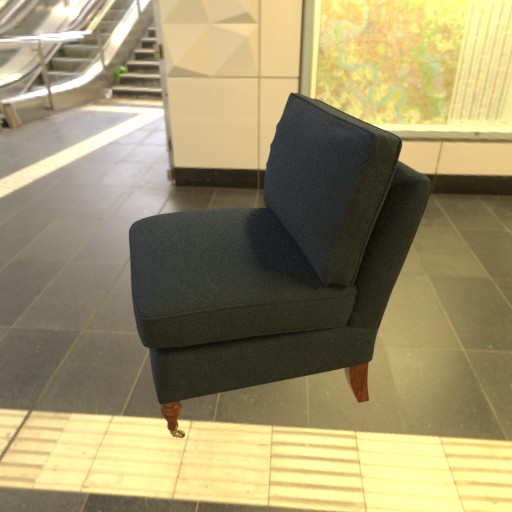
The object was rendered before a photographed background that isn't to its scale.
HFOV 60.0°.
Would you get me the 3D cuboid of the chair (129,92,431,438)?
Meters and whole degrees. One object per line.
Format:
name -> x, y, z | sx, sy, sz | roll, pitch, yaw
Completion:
chair -> 0.000, 0.000, 1.671 | 0.912, 1.052, 0.724 | -8, 30, -13
